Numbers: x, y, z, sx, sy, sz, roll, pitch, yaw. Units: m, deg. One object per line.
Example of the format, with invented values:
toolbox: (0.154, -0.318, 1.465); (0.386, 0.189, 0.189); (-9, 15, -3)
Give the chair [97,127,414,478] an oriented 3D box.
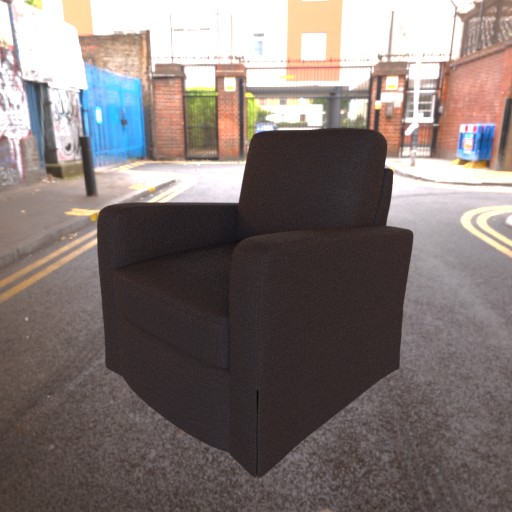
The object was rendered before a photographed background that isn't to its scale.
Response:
chair: (0.000, 0.000, 1.538); (0.798, 0.855, 0.863); (15, 22, 42)
